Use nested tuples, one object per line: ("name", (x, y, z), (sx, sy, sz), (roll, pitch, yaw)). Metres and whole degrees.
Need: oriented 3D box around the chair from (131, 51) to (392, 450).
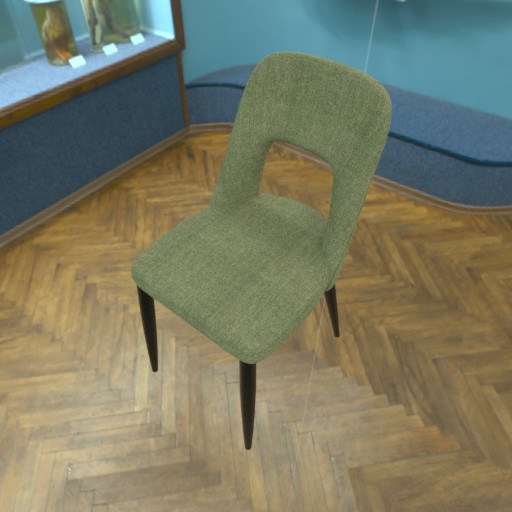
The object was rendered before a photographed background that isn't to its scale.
("chair", (0.000, 0.000, 1.266), (0.470, 0.931, 0.612), (30, 53, 26))
